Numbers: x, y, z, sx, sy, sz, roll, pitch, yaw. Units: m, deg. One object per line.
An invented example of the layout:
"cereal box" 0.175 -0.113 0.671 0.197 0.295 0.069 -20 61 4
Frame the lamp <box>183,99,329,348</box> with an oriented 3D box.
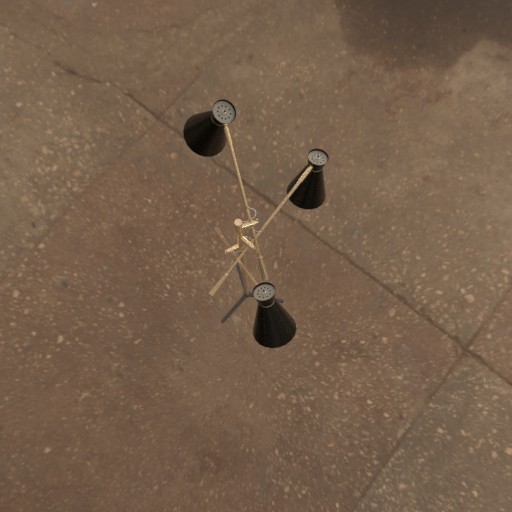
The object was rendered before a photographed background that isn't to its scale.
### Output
"lamp" 0.000 0.000 2.144 0.750 1.804 0.653 41 80 9
